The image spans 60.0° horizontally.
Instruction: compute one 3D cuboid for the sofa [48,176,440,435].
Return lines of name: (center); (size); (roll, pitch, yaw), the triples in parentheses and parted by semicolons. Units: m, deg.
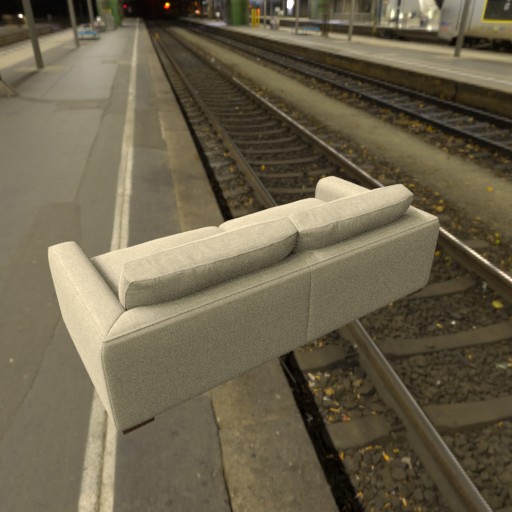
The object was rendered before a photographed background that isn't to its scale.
sofa: (0.000, 0.000, 2.802); (2.262, 0.801, 1.070); (-18, 34, -29)
